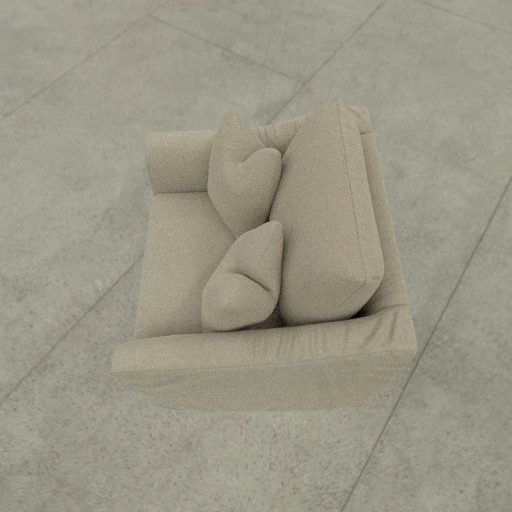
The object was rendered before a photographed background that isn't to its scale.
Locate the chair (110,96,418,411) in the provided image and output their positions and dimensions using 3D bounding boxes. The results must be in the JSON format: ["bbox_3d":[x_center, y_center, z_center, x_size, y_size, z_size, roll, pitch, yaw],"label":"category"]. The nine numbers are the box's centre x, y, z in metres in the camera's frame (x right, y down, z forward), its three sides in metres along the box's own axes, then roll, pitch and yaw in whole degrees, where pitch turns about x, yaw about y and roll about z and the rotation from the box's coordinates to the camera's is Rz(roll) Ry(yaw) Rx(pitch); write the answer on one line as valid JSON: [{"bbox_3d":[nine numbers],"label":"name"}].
[{"bbox_3d":[0.000,0.000,2.022,1.071,1.093,1.194,-1,59,0],"label":"chair"}]
